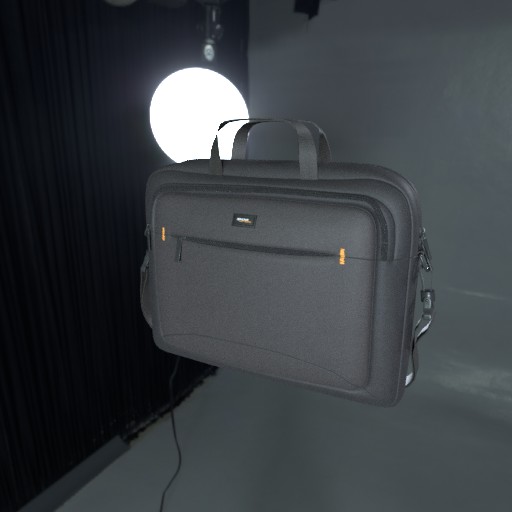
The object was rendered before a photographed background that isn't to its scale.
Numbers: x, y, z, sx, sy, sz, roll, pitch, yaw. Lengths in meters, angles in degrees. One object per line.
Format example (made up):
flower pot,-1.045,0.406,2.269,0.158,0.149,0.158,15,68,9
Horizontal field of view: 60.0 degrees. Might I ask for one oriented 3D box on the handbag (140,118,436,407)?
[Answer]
handbag,0.000,0.000,0.559,0.429,0.330,0.126,8,17,26
